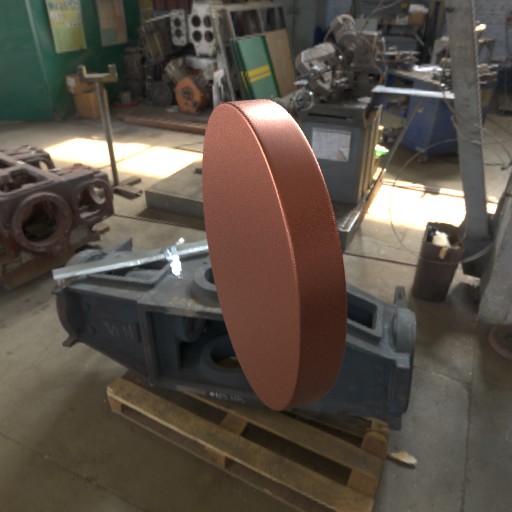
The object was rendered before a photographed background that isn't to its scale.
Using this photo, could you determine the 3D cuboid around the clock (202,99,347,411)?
[{"bbox_3d":[0.000,0.000,0.472,0.040,0.313,0.313,-10,33,-17],"label":"clock"}]
